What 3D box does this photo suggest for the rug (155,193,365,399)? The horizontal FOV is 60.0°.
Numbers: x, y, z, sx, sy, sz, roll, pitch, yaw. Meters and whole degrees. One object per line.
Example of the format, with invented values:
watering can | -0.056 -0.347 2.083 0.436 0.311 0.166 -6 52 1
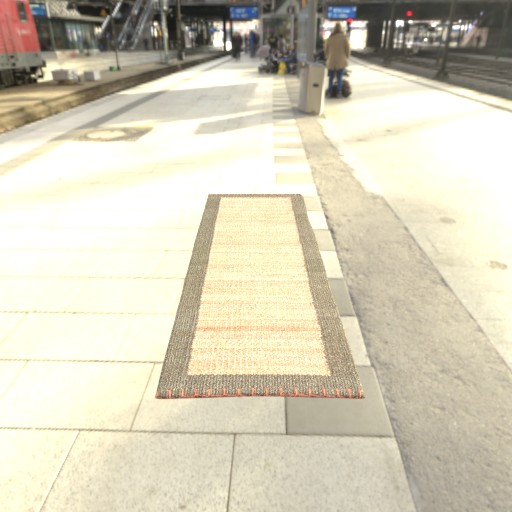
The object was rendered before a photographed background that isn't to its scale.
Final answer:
rug | 0.000 0.000 2.744 0.810 0.016 2.413 0 26 0
